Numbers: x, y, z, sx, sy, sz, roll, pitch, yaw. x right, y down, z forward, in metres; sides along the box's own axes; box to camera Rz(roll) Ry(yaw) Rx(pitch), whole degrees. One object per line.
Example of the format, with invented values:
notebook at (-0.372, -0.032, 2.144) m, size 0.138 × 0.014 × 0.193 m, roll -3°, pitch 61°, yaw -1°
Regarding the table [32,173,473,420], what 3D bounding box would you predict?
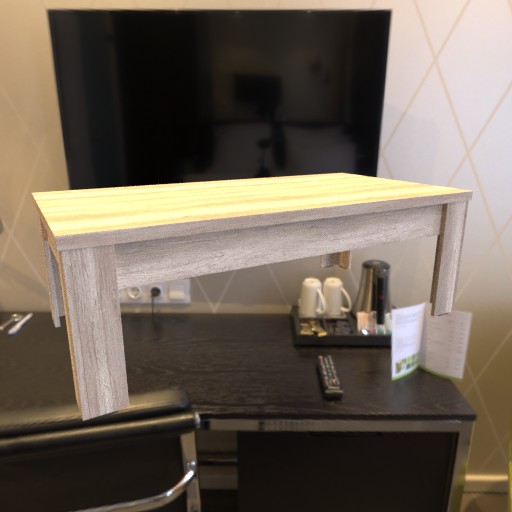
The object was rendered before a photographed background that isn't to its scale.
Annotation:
table at (0.000, 0.000, 1.591) m, size 1.350 × 0.460 × 0.700 m, roll -9°, pitch 19°, yaw -28°
